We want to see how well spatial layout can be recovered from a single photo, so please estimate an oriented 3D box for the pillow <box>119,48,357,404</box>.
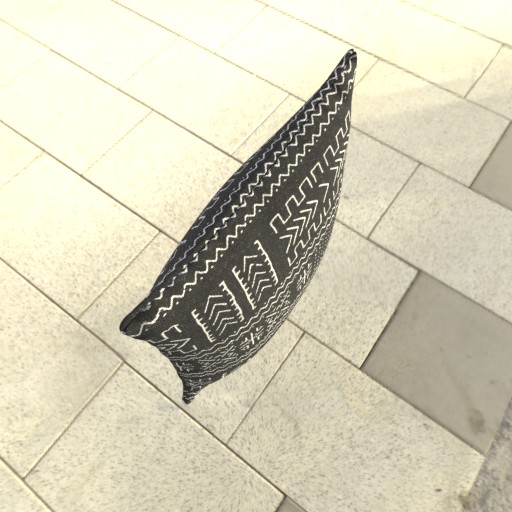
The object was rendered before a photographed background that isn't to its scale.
[{"bbox_3d":[0.000,0.000,0.657,0.164,0.430,0.438,31,68,14],"label":"pillow"}]
